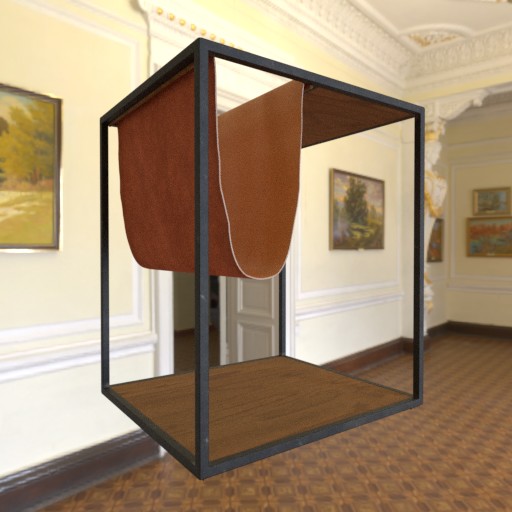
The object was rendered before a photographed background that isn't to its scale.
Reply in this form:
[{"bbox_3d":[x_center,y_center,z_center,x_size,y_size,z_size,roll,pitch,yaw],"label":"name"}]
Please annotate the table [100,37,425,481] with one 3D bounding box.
[{"bbox_3d":[0.000,0.000,0.820,0.450,0.536,0.399,-1,1,-36],"label":"table"}]
